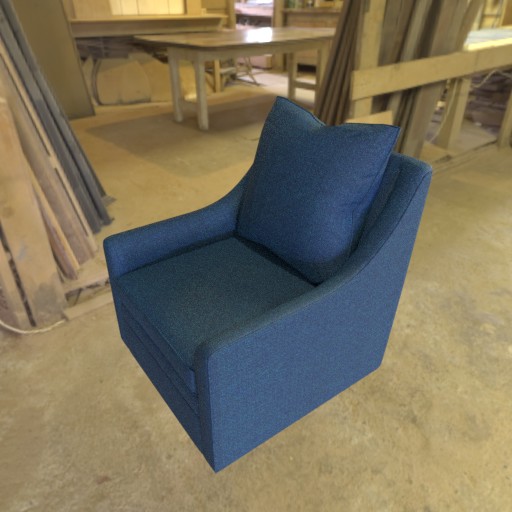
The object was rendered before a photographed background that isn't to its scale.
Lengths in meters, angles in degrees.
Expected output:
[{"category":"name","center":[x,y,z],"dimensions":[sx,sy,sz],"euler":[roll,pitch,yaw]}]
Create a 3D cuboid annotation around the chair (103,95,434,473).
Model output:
[{"category":"chair","center":[0.000,0.000,1.593],"dimensions":[0.870,0.939,0.750],"euler":[-21,37,-30]}]
